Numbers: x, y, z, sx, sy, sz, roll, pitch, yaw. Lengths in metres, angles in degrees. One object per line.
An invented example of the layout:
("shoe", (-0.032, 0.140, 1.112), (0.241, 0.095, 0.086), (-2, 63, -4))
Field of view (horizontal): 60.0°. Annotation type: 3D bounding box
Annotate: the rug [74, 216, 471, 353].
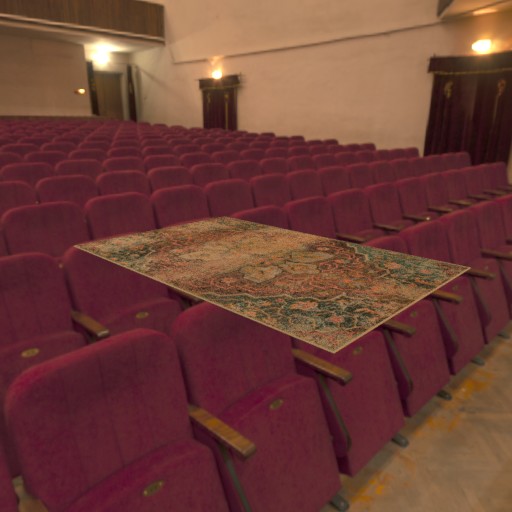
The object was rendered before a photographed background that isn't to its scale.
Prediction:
("rug", (0.000, 0.000, 3.073), (1.566, 0.004, 2.363), (-16, 23, -43))
